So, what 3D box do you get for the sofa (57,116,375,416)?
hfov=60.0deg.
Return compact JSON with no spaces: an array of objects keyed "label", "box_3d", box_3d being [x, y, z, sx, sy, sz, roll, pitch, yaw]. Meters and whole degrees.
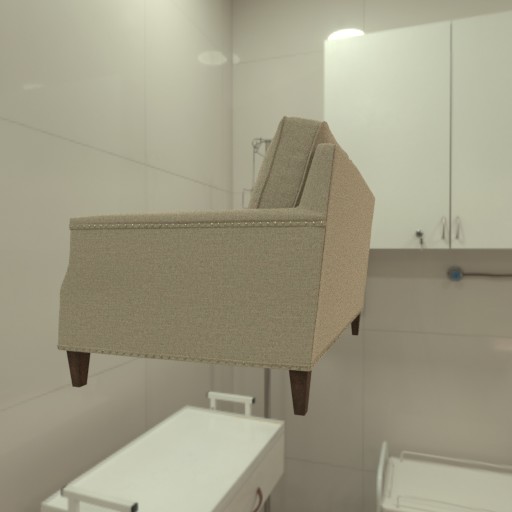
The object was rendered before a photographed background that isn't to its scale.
[{"label":"sofa","box_3d":[0.000,0.000,2.250,1.084,1.003,1.597,0,1,20]}]
